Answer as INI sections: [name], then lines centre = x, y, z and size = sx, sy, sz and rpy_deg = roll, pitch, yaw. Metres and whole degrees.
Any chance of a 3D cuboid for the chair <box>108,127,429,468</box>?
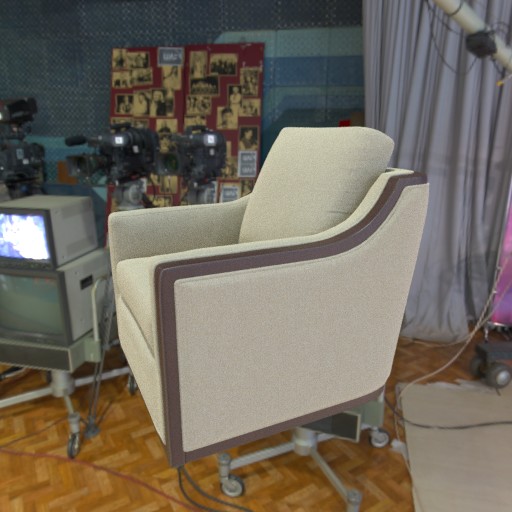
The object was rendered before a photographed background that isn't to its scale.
[chair]
centre = 0.000, 0.000, 1.661
size = 0.950, 0.930, 0.870
rpy_deg = -8, 18, -25
